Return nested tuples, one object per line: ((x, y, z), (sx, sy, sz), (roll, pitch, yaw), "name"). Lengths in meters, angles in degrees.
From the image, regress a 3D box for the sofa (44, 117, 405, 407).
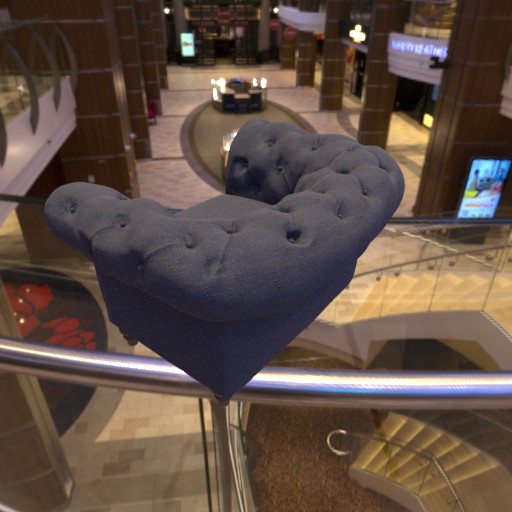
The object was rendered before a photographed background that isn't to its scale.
((0.000, 0.000, 2.007), (1.032, 0.878, 1.405), (22, 38, 31), "sofa")
